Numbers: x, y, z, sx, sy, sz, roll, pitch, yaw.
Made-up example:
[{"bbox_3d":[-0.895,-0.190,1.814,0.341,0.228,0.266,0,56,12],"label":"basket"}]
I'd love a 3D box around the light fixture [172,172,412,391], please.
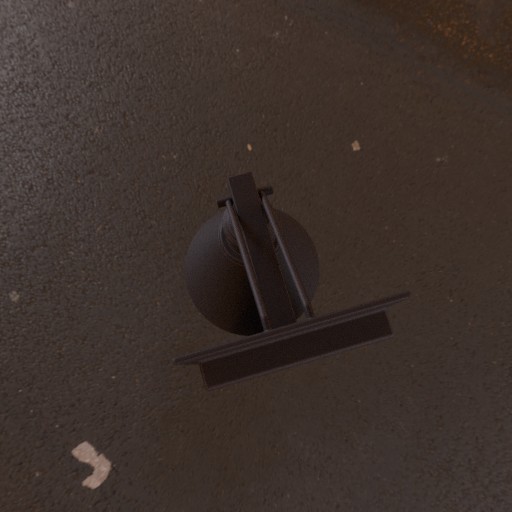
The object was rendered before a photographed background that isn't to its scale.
[{"bbox_3d":[0.000,0.000,0.421,0.170,0.298,0.207,-15,77,-4],"label":"light fixture"}]
